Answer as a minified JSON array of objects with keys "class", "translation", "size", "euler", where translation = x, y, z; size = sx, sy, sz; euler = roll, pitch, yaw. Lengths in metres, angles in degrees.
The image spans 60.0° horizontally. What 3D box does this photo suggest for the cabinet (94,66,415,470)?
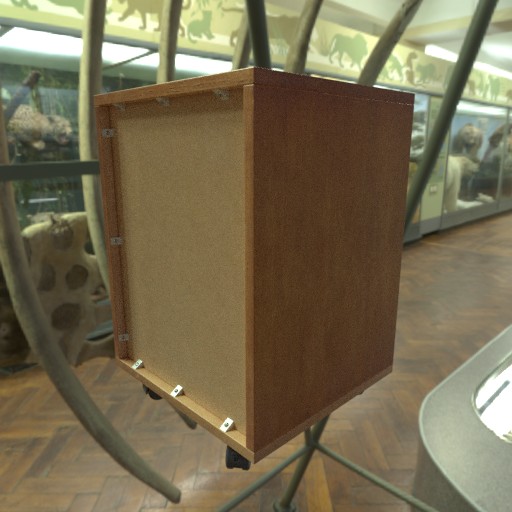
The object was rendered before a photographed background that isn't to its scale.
[{"class":"cabinet","translation":[0.000,0.000,0.843],"size":[0.401,0.579,0.409],"euler":[-13,19,-42]}]
